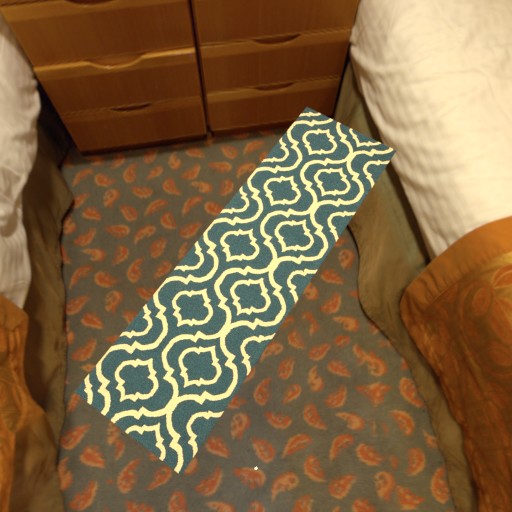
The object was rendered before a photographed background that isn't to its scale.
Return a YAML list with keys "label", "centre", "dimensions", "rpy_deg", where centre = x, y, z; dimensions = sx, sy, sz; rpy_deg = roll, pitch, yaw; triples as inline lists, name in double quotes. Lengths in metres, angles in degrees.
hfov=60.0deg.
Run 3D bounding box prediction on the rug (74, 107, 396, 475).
- label: "rug"
  centre: [0.000, 0.000, 2.580]
  dimensions: [0.685, 0.006, 2.296]
  rpy_deg: [31, 68, 14]
